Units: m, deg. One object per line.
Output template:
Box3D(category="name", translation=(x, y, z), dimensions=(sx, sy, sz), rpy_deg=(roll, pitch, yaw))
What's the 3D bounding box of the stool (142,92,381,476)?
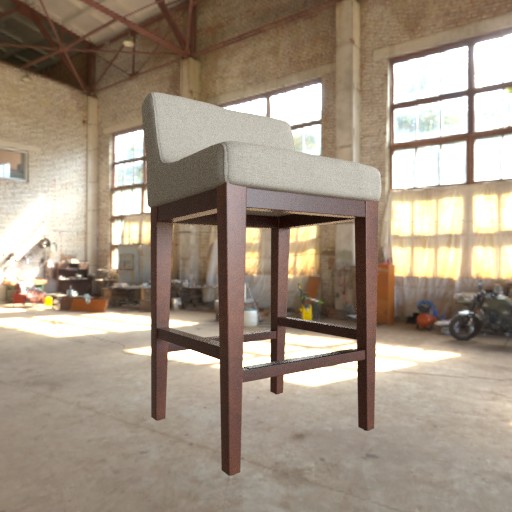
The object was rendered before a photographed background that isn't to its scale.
Box3D(category="stool", translation=(0.000, 0.000, 1.246), dimensions=(0.511, 0.937, 0.500), rpy_deg=(0, -1, -35))
